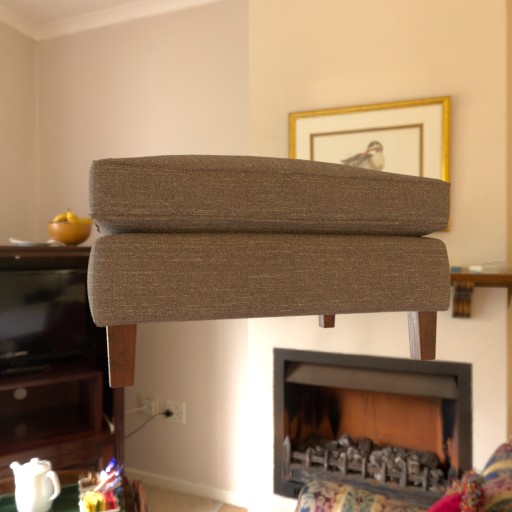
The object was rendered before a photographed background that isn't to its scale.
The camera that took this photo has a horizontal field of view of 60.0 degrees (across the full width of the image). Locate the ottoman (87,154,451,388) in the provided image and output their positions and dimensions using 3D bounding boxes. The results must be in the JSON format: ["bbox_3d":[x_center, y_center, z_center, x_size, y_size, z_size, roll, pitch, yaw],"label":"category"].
[{"bbox_3d":[0.000,0.000,0.984,0.686,0.406,0.508,0,0,-18],"label":"ottoman"}]
